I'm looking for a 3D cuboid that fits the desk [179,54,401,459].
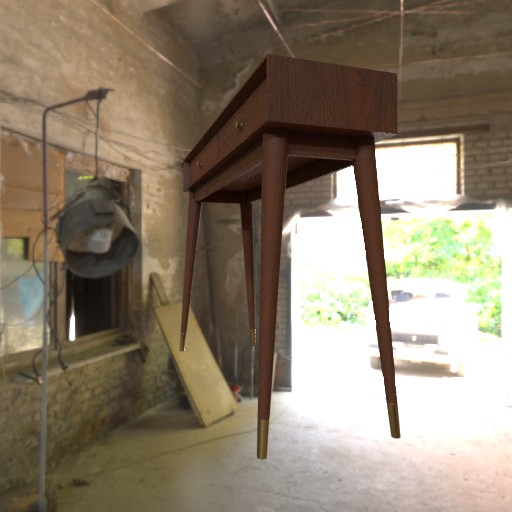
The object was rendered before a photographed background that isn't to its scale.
[{"bbox_3d":[0.000,0.000,1.627,0.384,0.917,1.204,0,0,-18],"label":"desk"}]
